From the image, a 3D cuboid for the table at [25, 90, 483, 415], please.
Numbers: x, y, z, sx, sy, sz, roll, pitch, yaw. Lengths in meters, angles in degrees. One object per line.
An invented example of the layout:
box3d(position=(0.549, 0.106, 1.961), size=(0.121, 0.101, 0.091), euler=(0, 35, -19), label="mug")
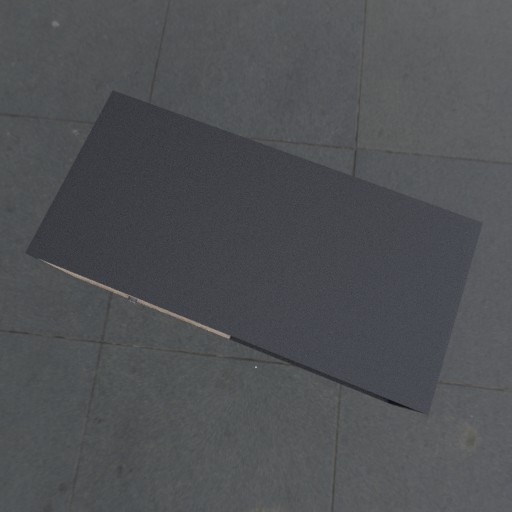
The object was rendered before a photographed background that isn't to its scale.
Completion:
box3d(position=(0.000, 0.000, 1.371), size=(1.100, 0.400, 0.550), euler=(21, 77, 5), label="table")
